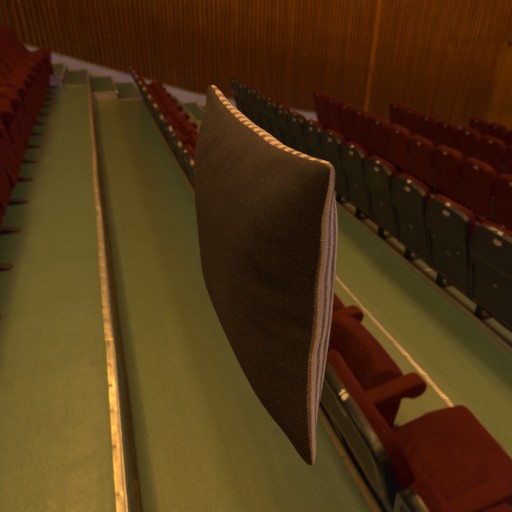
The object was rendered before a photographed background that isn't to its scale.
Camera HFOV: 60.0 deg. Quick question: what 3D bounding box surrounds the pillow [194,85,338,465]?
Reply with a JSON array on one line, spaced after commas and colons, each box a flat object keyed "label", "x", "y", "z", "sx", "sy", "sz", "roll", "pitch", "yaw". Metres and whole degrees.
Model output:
[{"label": "pillow", "x": 0.000, "y": 0.000, "z": 0.802, "sx": 0.166, "sy": 0.506, "sz": 0.523, "roll": -10, "pitch": 32, "yaw": -16}]
